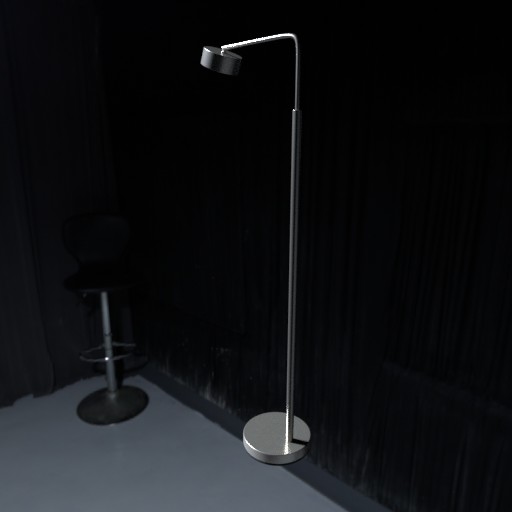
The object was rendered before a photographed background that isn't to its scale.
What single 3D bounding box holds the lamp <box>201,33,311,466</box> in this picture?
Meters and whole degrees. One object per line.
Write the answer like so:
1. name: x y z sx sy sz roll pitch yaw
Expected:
1. lamp: 0.000 0.000 1.386 0.222 1.250 0.421 -14 21 -42
